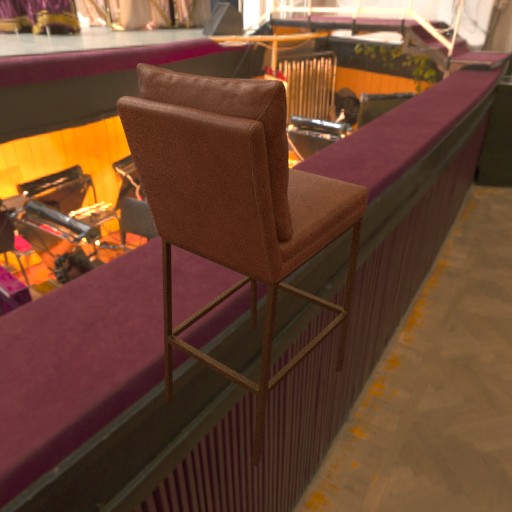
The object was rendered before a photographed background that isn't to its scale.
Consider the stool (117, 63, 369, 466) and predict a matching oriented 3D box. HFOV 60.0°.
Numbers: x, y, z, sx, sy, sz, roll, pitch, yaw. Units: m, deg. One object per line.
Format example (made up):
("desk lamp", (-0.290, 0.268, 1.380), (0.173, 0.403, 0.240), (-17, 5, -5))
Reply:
("stool", (0.000, 0.000, 1.394), (0.463, 1.124, 0.571), (21, 36, 32))
